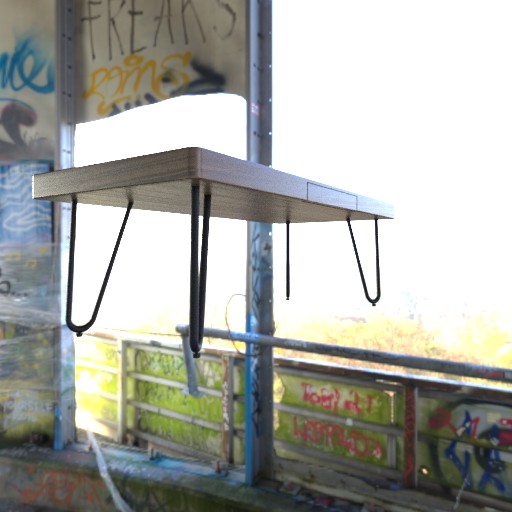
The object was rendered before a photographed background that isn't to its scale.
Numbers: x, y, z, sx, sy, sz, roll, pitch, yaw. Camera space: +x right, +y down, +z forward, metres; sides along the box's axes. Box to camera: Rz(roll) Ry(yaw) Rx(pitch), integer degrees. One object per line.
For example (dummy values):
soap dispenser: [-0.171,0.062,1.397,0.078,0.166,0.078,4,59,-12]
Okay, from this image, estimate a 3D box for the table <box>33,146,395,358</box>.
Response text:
table: [0.000,0.000,1.659,0.637,0.468,1.375,0,1,34]
